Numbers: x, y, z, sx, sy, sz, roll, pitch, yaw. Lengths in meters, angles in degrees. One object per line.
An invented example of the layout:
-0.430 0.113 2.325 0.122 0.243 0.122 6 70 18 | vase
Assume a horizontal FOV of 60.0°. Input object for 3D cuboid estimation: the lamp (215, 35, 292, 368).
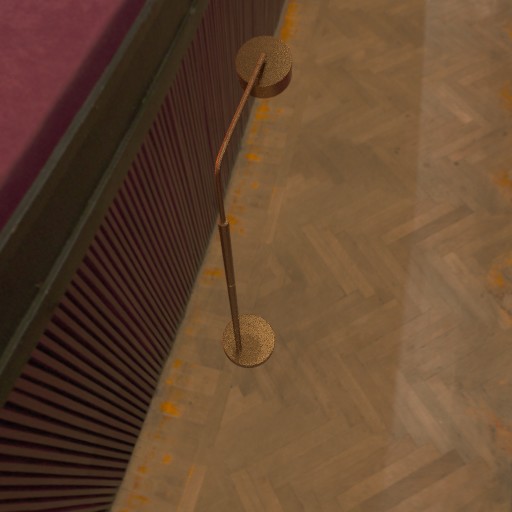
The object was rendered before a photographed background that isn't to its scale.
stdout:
0.000 0.000 1.370 0.219 1.230 0.418 16 64 8 | lamp
